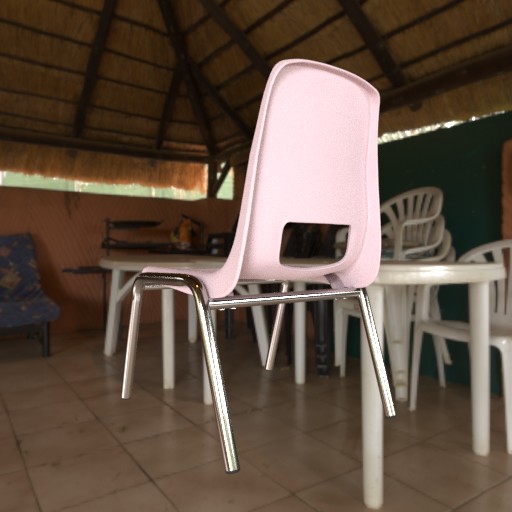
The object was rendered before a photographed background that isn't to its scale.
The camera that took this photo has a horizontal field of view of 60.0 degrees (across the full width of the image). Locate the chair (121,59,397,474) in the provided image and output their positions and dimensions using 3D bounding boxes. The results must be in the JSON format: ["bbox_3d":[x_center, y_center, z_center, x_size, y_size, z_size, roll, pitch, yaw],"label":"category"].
[{"bbox_3d":[0.000,0.000,0.773,0.354,0.536,0.385,-1,1,-36],"label":"chair"}]
